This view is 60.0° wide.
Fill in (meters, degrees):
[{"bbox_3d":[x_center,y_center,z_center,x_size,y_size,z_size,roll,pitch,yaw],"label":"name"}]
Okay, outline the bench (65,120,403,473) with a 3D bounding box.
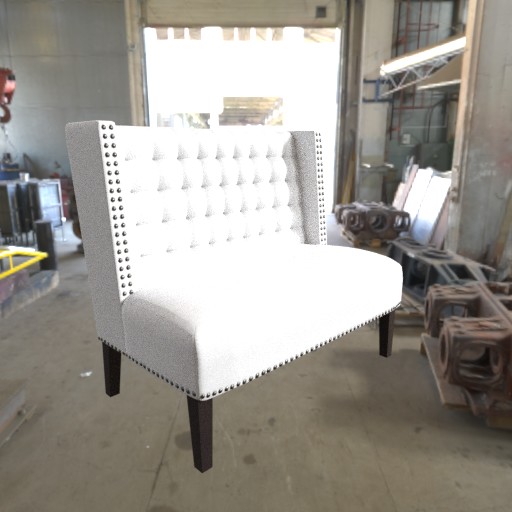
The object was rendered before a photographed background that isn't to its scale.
[{"bbox_3d":[0.000,0.000,1.980,1.280,1.123,0.847,-13,19,-43],"label":"bench"}]
